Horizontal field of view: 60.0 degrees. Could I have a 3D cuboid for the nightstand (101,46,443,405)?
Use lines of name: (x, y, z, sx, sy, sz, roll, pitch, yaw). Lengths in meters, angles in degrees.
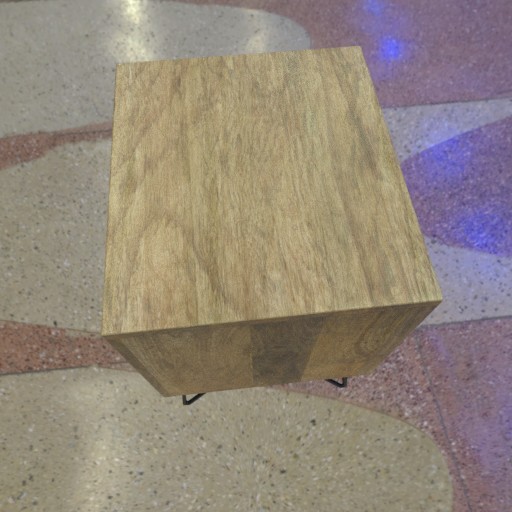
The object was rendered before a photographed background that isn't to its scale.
nightstand: (0.000, 0.000, 0.867, 0.406, 0.559, 0.457, -5, 62, -3)
